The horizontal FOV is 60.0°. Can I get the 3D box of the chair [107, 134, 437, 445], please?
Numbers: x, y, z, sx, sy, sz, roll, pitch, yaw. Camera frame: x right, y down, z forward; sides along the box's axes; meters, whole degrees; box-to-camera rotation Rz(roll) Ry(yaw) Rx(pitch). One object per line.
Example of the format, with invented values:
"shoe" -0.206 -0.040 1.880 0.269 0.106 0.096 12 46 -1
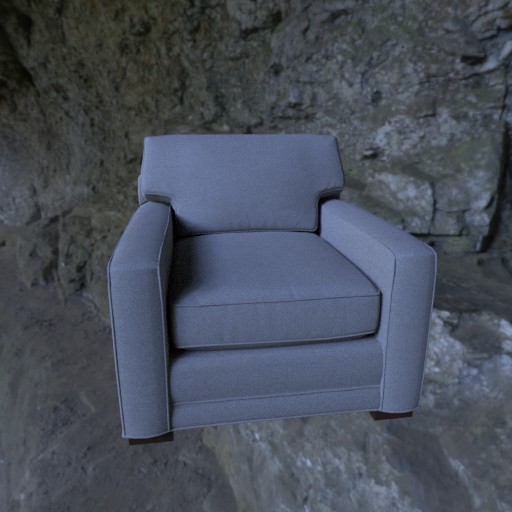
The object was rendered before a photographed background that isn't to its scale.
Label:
"chair" 0.000 0.000 1.800 0.999 0.934 1.044 -2 17 -8
